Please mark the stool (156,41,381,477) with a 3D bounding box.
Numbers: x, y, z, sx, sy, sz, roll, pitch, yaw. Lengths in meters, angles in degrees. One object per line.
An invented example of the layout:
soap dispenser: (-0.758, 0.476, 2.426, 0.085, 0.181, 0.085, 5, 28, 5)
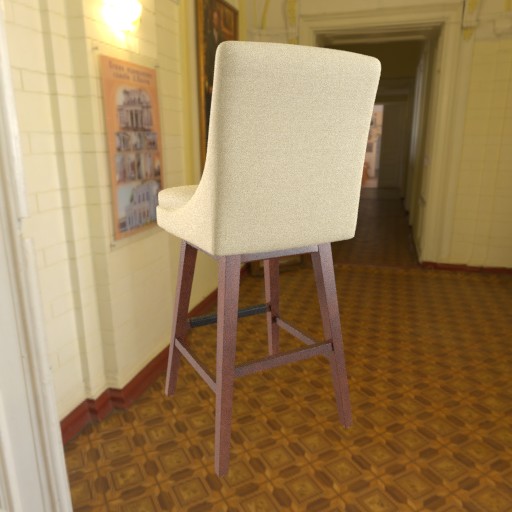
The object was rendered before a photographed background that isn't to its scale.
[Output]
stool: (0.000, 0.000, 1.359, 0.470, 1.097, 0.559, -8, 17, -28)
